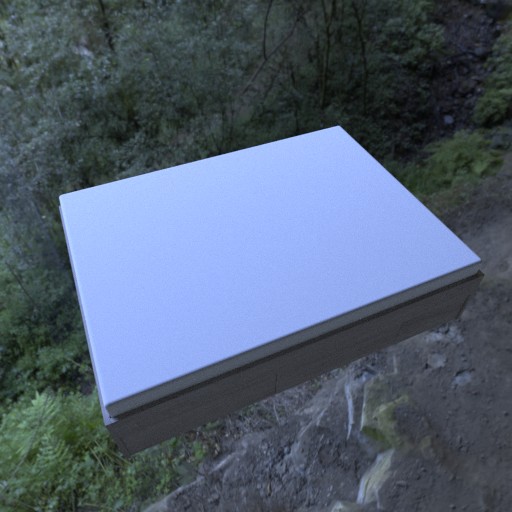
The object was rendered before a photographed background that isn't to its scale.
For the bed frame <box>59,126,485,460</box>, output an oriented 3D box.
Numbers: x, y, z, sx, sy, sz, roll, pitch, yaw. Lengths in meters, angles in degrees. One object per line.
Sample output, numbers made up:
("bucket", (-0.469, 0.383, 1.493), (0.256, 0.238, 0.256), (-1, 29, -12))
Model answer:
("bed frame", (0.000, 0.000, 2.581), (1.944, 0.490, 1.448), (-18, 50, -16))
